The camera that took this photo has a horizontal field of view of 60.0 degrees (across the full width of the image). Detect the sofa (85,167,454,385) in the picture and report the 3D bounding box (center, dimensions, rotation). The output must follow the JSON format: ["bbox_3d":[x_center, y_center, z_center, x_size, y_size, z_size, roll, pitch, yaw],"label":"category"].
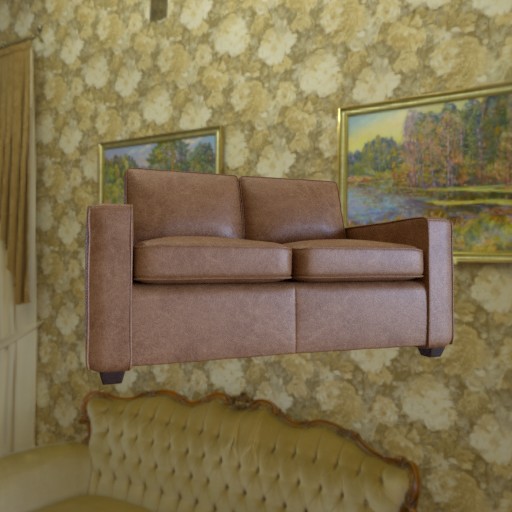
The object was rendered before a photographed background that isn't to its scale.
[{"bbox_3d":[0.000,0.000,2.158,1.532,0.896,1.020,0,-1,-19],"label":"sofa"}]
